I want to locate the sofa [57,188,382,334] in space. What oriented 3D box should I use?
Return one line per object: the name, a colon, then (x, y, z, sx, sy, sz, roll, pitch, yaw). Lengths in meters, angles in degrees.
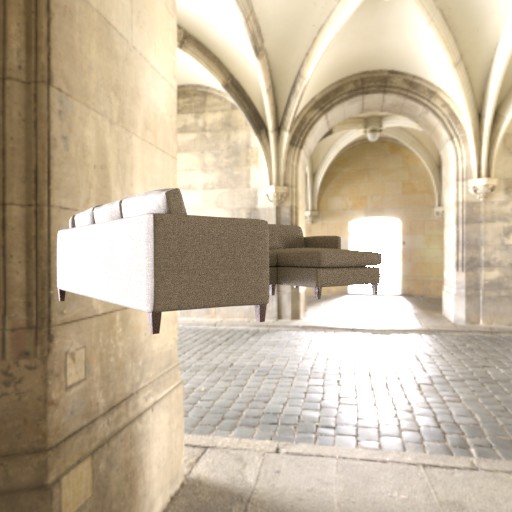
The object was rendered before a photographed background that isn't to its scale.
sofa: (0.000, 0.000, 4.728, 3.460, 0.959, 2.593, 0, 0, -36)
